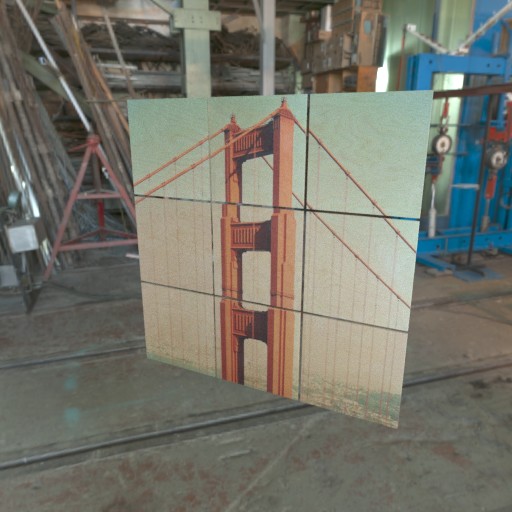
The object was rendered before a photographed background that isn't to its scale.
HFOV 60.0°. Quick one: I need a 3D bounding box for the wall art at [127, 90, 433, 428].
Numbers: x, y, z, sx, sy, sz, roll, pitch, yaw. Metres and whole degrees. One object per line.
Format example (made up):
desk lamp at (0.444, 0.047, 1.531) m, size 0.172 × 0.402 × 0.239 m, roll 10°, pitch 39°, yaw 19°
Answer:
wall art at (0.000, 0.000, 2.237) m, size 1.517 × 1.523 × 0.013 m, roll 8°, pitch 18°, yaw 25°
